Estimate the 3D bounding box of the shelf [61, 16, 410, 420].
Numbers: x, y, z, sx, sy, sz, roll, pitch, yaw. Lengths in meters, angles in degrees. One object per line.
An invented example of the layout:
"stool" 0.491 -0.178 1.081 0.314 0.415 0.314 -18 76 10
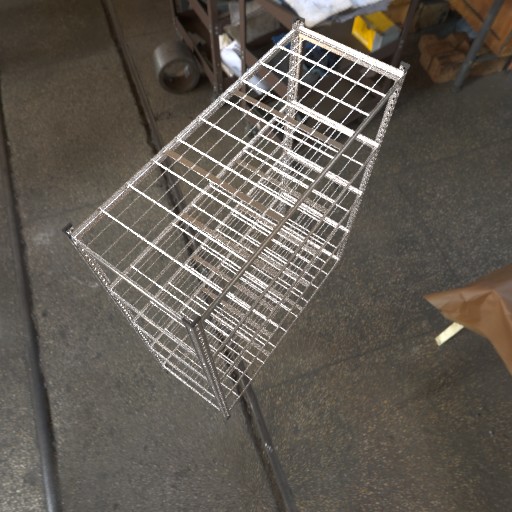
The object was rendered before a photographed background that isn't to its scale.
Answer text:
"shelf" 0.000 0.000 2.649 0.610 1.981 1.524 33 66 16
